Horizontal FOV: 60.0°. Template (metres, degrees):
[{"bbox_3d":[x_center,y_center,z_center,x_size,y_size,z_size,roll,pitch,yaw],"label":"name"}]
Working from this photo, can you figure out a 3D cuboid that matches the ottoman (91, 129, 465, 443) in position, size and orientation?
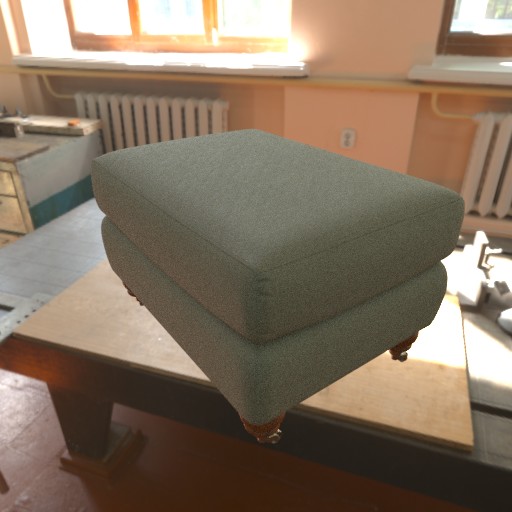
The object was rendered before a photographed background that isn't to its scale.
[{"bbox_3d":[0.000,0.000,1.131,0.569,0.504,0.773,-19,34,-31],"label":"ottoman"}]
